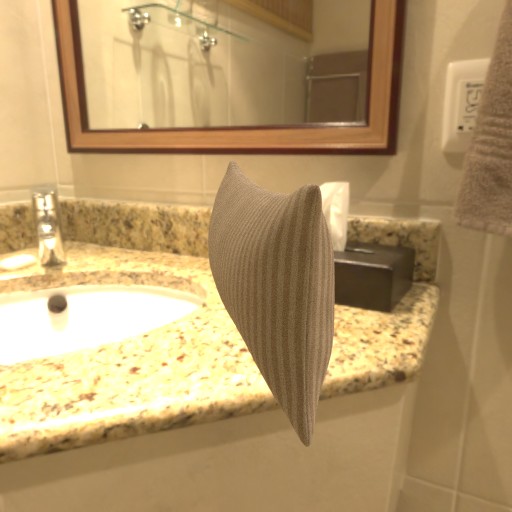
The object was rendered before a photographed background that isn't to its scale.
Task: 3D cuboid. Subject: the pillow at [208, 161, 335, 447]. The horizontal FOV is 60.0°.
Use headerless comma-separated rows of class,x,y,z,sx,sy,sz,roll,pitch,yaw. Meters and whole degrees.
pillow,0.000,0.000,0.750,0.151,0.295,0.617,-3,15,-10
